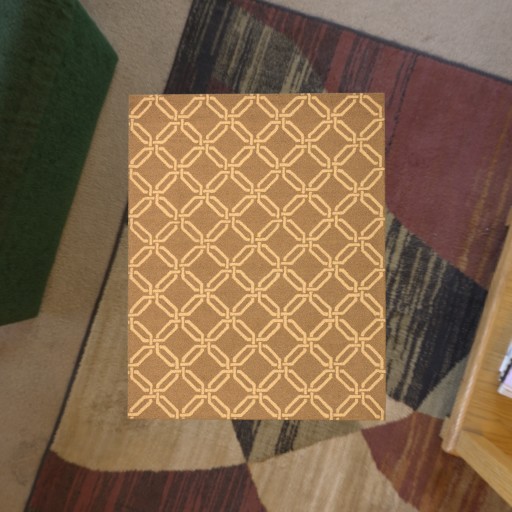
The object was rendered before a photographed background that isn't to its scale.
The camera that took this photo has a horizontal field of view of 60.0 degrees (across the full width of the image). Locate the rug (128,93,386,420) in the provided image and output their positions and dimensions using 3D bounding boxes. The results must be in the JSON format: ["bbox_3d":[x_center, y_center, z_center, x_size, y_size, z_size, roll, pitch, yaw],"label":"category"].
[{"bbox_3d":[0.000,0.000,3.941,2.288,0.018,2.895,0,89,1],"label":"rug"}]
